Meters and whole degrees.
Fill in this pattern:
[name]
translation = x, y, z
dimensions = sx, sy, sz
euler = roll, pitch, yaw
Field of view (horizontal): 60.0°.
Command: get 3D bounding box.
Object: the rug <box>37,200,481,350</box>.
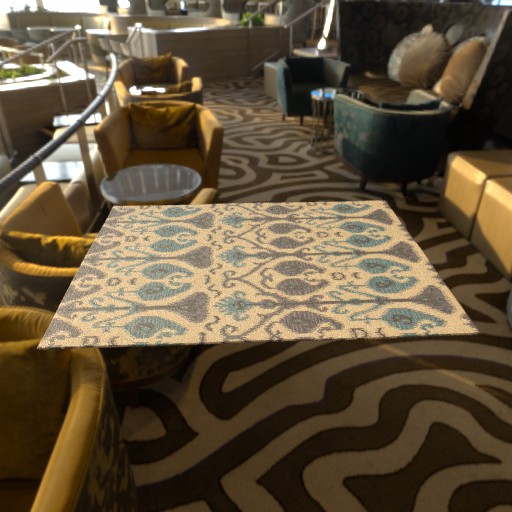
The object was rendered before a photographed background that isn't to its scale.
[rug]
translation = 0.000, 0.000, 2.950
dimensions = 2.261, 0.013, 1.676
euler = -1, 31, -2
